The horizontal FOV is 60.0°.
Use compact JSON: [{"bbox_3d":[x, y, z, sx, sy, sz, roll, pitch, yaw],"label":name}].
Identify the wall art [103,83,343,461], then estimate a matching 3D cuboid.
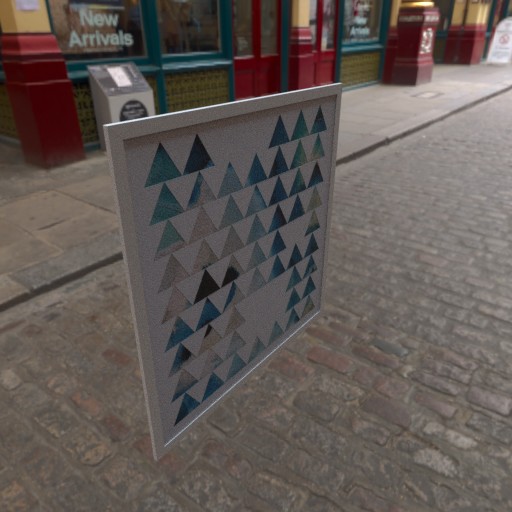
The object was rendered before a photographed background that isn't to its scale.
[{"bbox_3d":[0.000,0.000,0.675,0.007,0.456,0.456,20,33,33],"label":"wall art"}]
